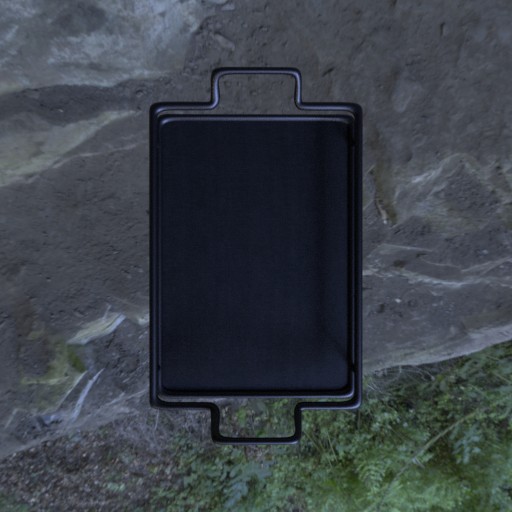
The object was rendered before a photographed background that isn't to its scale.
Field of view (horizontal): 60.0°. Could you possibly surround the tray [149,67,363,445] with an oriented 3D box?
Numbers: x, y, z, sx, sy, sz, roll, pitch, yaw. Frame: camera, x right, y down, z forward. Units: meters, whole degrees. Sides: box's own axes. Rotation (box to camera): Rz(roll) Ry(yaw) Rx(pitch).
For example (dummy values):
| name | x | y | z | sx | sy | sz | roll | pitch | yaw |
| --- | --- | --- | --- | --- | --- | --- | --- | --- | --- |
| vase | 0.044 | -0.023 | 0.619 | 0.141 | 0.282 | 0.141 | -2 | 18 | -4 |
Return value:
| name | x | y | z | sx | sy | sz | roll | pitch | yaw |
| --- | --- | --- | --- | --- | --- | --- | --- | --- | --- |
| tray | 0.000 | 0.000 | 0.625 | 0.297 | 0.101 | 0.495 | 0 | 90 | 0 |
